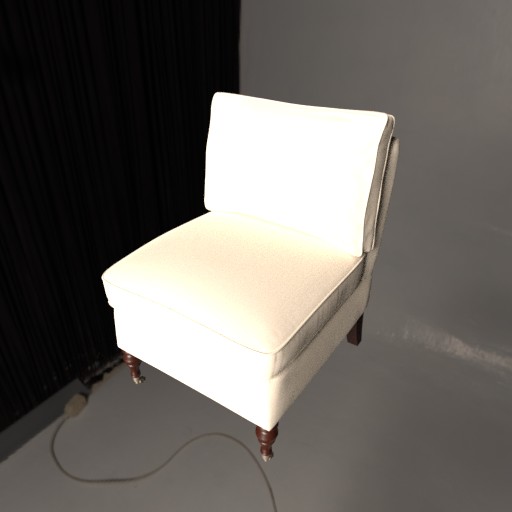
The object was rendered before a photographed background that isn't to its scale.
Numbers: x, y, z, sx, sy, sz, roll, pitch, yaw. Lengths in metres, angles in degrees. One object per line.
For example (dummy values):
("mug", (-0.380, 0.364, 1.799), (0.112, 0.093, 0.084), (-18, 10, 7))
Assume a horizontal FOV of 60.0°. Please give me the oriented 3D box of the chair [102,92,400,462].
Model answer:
("chair", (0.000, 0.000, 1.421), (0.630, 0.887, 0.781), (19, 35, 29))
